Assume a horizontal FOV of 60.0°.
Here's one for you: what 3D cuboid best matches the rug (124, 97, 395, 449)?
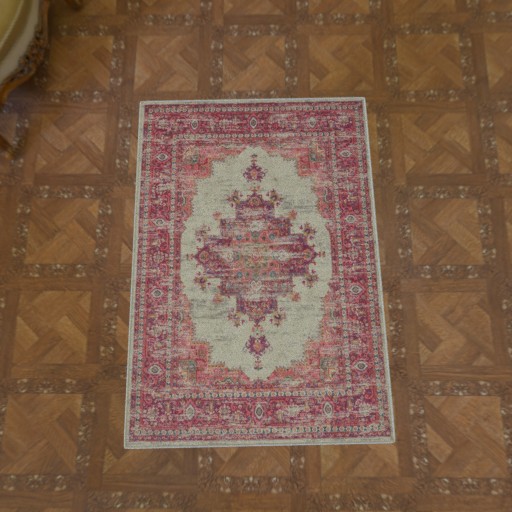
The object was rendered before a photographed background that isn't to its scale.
[{"bbox_3d":[0.000,0.000,3.603,2.005,0.014,2.878,-1,76,0],"label":"rug"}]
